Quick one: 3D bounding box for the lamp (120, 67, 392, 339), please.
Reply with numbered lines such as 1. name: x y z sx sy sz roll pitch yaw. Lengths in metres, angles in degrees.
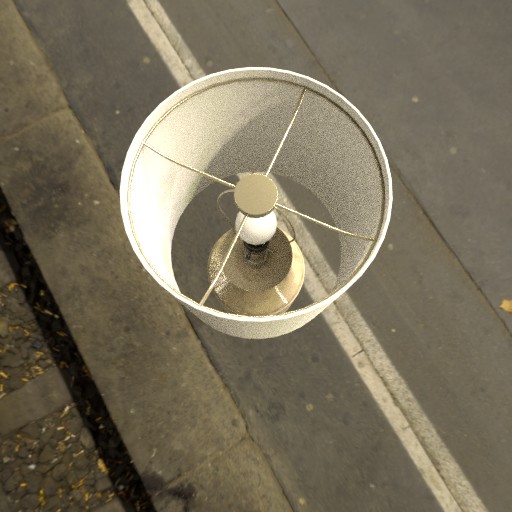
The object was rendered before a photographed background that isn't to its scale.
1. lamp: 0.000 0.000 0.564 0.211 0.455 0.211 37 79 9
